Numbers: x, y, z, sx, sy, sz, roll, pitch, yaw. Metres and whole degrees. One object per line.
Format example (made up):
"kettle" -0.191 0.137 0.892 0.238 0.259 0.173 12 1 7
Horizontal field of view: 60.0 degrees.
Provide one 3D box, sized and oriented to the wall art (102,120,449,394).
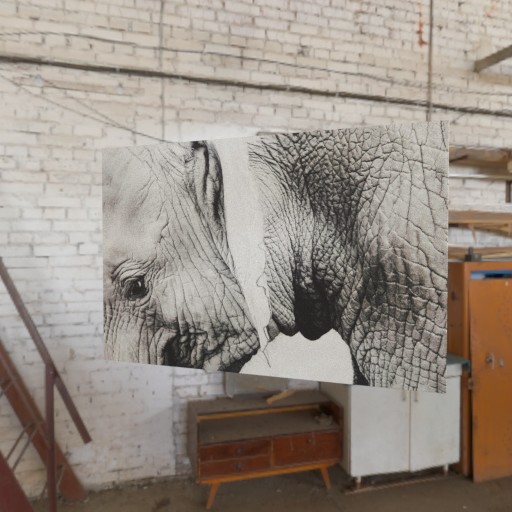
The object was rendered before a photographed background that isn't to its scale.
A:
"wall art" 0.000 0.000 0.773 0.613 0.407 0.035 1 2 19
